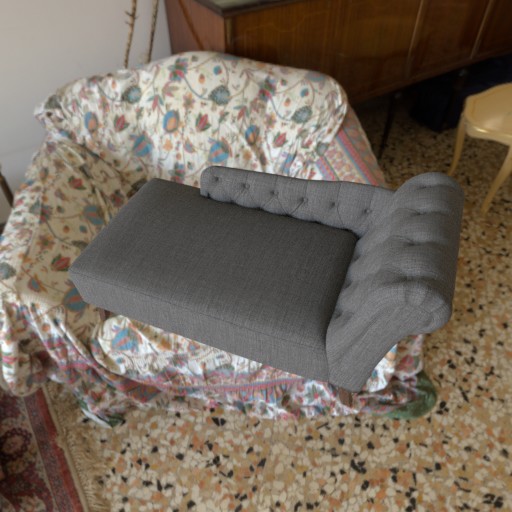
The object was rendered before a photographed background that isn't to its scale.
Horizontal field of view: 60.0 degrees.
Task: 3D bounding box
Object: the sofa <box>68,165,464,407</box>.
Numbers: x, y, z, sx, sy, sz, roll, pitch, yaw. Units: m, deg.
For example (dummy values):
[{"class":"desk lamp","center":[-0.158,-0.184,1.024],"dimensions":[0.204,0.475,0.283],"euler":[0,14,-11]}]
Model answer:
[{"class":"sofa","center":[0.000,0.000,1.797],"dimensions":[1.379,0.787,0.675],"euler":[16,48,15]}]
